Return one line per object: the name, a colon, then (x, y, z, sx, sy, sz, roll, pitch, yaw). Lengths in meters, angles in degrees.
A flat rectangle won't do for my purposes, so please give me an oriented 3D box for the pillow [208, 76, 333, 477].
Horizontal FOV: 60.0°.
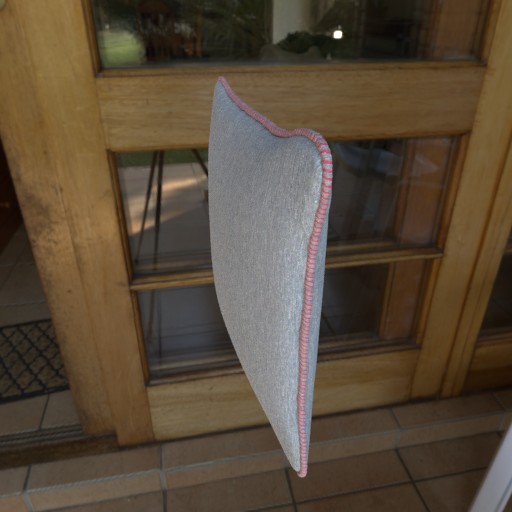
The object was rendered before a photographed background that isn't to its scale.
pillow: (0.000, 0.000, 0.714, 0.124, 0.491, 0.482, -8, 30, -14)
